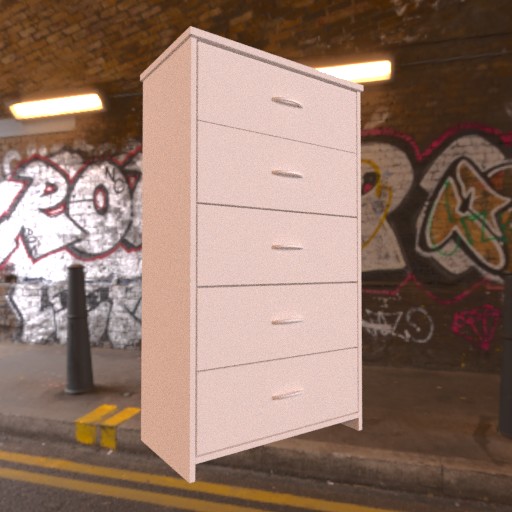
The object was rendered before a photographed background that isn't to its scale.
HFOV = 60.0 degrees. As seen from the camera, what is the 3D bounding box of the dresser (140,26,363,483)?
[{"bbox_3d":[0.000,0.000,1.564,0.704,1.255,0.399,1,-2,-35],"label":"dresser"}]
